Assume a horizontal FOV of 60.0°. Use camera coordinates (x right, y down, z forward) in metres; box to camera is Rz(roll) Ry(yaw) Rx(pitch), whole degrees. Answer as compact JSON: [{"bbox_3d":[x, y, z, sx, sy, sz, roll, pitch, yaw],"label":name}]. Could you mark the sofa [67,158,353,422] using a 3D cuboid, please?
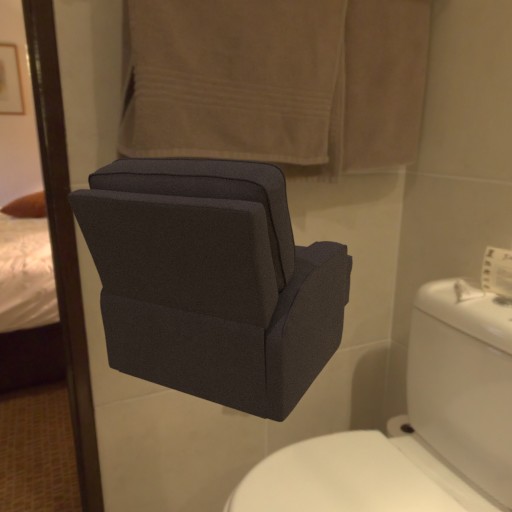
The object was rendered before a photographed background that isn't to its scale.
[{"bbox_3d":[0.000,0.000,2.114,0.861,0.959,1.472,8,17,27],"label":"sofa"}]
